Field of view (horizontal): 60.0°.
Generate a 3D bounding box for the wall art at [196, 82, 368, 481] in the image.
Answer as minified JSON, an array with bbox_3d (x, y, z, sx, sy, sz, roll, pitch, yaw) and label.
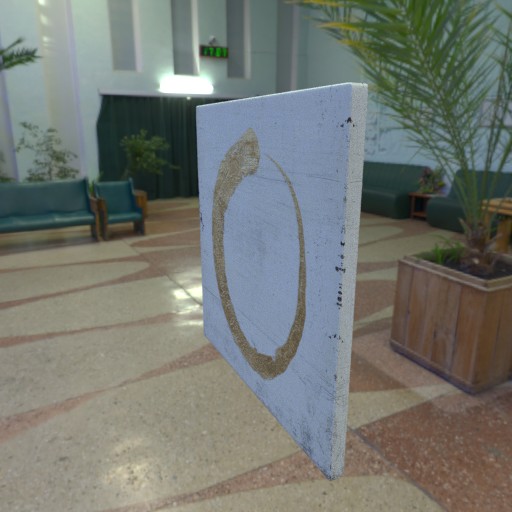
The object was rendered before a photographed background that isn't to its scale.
[{"bbox_3d":[0.000,0.000,1.134,0.038,0.762,0.762,-8,17,-25],"label":"wall art"}]
